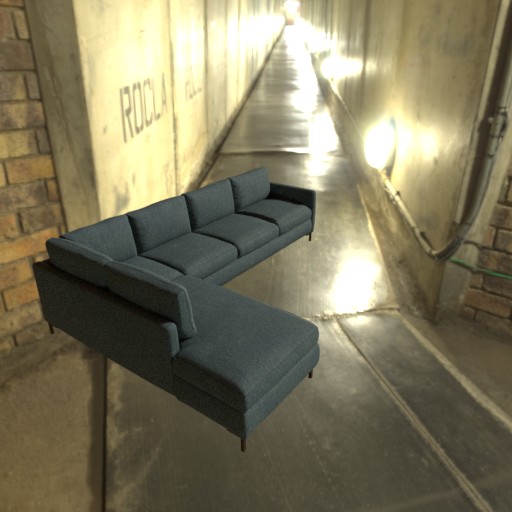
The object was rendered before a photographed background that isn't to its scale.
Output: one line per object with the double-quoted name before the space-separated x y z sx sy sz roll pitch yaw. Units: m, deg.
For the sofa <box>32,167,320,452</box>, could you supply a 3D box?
"sofa" 0.000 0.000 3.868 2.007 0.815 2.949 17 30 32
